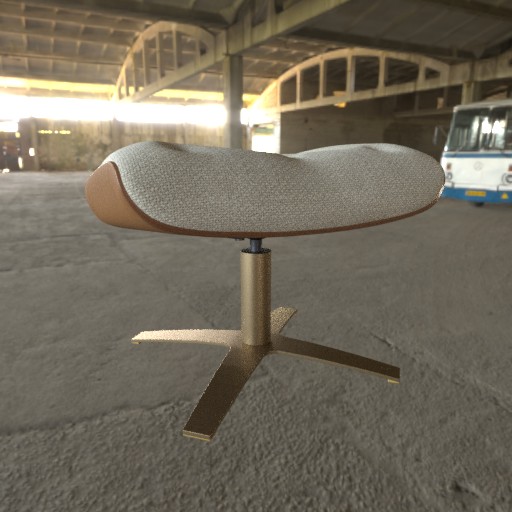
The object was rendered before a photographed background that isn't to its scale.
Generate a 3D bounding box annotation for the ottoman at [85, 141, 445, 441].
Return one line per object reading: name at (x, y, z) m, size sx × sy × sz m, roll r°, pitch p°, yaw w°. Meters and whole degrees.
ottoman at (0.000, 0.000, 0.792) m, size 0.520 × 0.391 × 0.394 m, roll -7°, pitch 15°, yaw -26°
